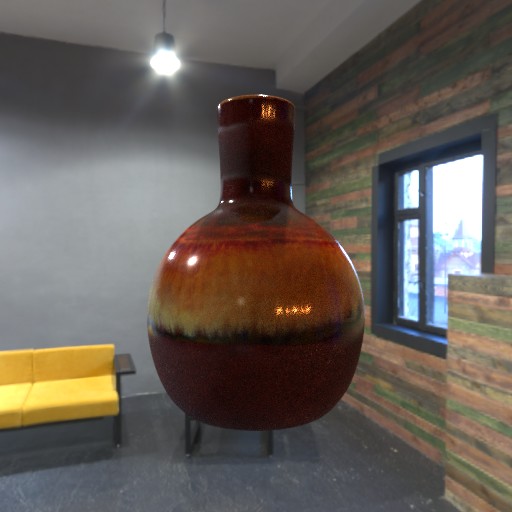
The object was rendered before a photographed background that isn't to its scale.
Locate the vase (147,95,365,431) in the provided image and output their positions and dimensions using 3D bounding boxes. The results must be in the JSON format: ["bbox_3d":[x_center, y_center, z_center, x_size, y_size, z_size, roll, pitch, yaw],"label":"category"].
[{"bbox_3d":[0.000,0.000,0.232,0.111,0.154,0.111,0,0,0],"label":"vase"}]
